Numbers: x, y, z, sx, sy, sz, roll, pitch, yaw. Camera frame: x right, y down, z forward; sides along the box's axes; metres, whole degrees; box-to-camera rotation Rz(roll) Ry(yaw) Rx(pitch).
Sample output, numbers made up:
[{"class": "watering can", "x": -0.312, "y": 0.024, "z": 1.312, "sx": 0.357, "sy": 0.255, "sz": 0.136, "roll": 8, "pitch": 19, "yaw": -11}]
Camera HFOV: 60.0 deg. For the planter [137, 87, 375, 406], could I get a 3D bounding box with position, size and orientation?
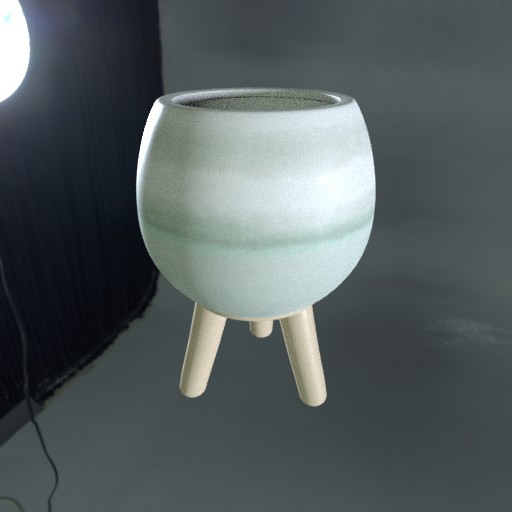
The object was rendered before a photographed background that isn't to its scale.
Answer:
[{"class": "planter", "x": 0.000, "y": 0.000, "z": 0.329, "sx": 0.161, "sy": 0.224, "sz": 0.161, "roll": 0, "pitch": 26, "yaw": 0}]
